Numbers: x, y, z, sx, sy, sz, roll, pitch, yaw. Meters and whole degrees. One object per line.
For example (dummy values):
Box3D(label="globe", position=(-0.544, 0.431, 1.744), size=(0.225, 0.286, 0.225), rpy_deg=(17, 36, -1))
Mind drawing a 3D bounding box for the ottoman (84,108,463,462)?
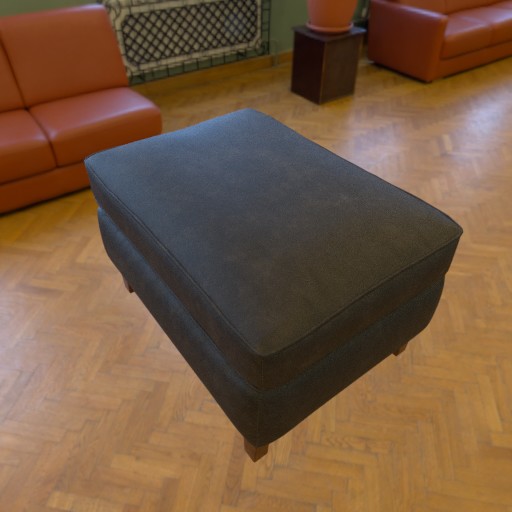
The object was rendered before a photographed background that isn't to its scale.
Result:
Box3D(label="ottoman", position=(0.000, 0.000, 0.976), size=(0.501, 0.413, 0.665), rpy_deg=(-26, 48, -26))
